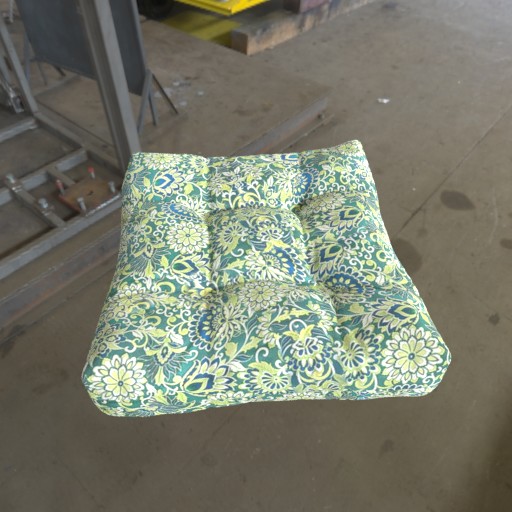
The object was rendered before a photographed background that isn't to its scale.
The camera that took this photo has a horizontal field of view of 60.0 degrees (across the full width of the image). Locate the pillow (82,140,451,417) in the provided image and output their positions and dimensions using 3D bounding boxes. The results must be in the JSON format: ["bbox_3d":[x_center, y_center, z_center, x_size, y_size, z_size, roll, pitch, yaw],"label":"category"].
[{"bbox_3d":[0.000,0.000,0.720,0.468,0.128,0.490,-3,47,-3],"label":"pillow"}]
